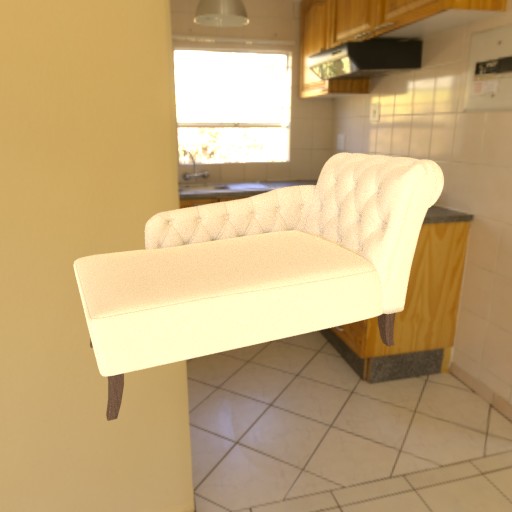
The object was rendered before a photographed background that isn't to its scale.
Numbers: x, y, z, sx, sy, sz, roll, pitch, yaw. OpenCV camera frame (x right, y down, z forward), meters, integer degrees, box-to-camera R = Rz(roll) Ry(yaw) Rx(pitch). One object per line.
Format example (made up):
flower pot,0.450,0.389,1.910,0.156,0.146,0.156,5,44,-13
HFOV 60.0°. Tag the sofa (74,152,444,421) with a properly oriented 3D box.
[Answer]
sofa,0.000,0.000,1.835,1.379,0.787,0.675,-7,18,-24
